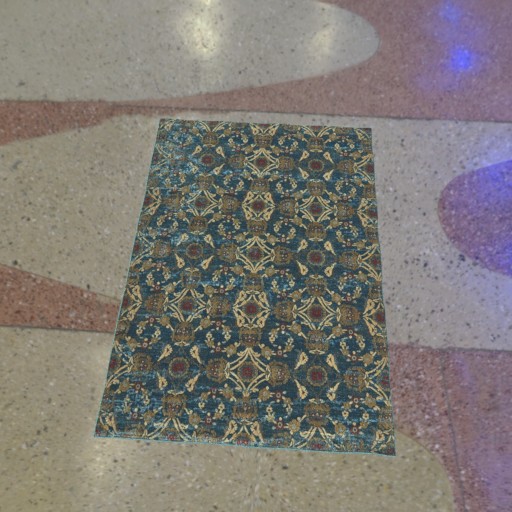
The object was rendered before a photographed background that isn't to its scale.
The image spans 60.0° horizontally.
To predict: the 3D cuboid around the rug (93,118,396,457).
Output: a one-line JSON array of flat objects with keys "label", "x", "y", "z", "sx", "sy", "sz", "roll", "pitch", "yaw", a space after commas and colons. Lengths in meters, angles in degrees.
[{"label": "rug", "x": 0.000, "y": 0.000, "z": 2.776, "sx": 1.567, "sy": 0.014, "sz": 2.207, "roll": 3, "pitch": 63, "yaw": 2}]
